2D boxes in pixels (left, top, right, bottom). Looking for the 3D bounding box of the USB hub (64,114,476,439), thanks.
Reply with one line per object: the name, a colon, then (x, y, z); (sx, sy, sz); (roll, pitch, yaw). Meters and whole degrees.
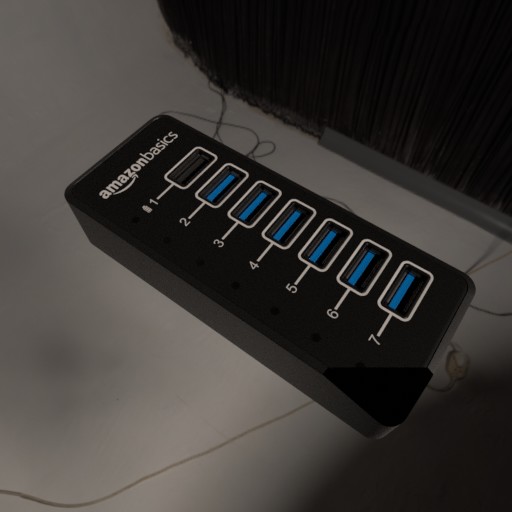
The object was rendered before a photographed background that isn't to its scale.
USB hub: (0.000, 0.000, 0.129); (0.110, 0.023, 0.044); (32, 63, 18)
